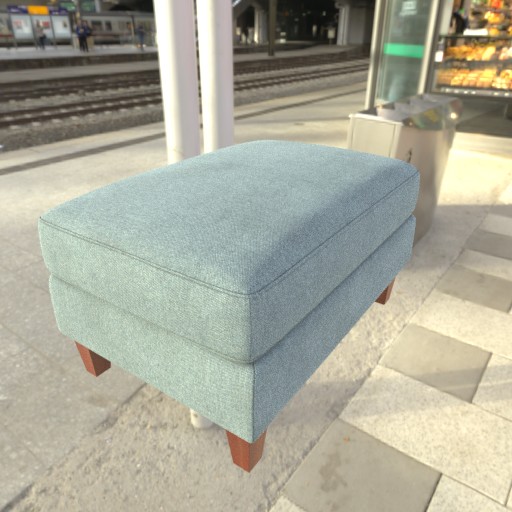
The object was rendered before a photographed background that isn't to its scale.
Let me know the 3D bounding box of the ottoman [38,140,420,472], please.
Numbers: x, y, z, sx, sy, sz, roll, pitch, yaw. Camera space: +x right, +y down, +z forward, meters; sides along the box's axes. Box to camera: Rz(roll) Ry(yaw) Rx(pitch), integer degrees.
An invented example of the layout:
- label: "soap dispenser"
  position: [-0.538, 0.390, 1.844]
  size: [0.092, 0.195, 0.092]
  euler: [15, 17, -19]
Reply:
- label: "ottoman"
  position: [0.000, 0.000, 1.166]
  size: [0.584, 0.483, 0.864]
  euler: [18, 32, 31]
